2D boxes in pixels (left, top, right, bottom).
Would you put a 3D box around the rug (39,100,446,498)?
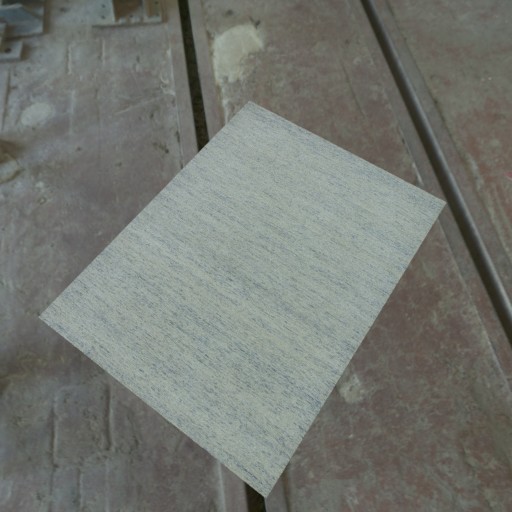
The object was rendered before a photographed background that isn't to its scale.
[{"bbox_3d":[0.000,0.000,4.184,2.438,0.006,3.197,32,67,15],"label":"rug"}]
